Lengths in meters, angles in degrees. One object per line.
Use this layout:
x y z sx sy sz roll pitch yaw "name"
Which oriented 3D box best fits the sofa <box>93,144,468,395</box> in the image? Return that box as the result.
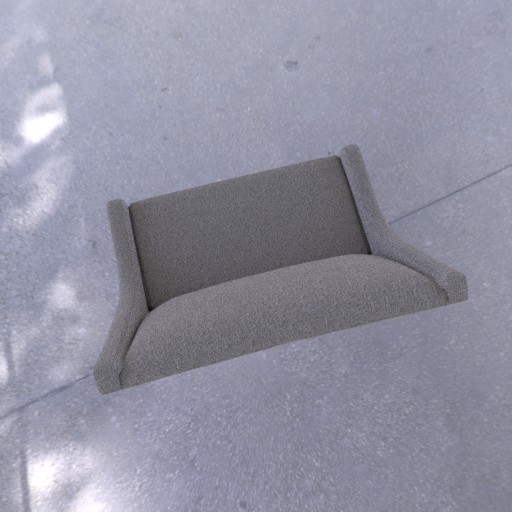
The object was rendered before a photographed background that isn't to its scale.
0.000 0.000 1.957 1.242 1.026 0.862 -14 76 -4 "sofa"
